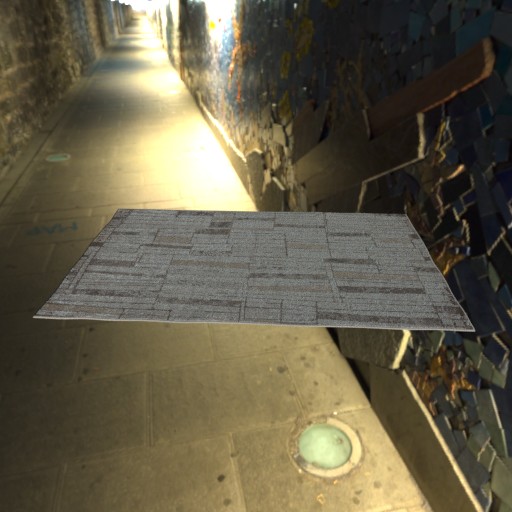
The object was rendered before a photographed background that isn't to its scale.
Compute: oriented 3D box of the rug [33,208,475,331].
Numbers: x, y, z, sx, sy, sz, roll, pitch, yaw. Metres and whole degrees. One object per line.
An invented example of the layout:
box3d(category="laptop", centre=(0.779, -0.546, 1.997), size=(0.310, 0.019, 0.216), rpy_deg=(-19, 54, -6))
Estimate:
box3d(category="rug", centre=(0.000, 0.000, 3.099), size=(2.444, 0.023, 1.531), rpy_deg=(1, 30, 2))
